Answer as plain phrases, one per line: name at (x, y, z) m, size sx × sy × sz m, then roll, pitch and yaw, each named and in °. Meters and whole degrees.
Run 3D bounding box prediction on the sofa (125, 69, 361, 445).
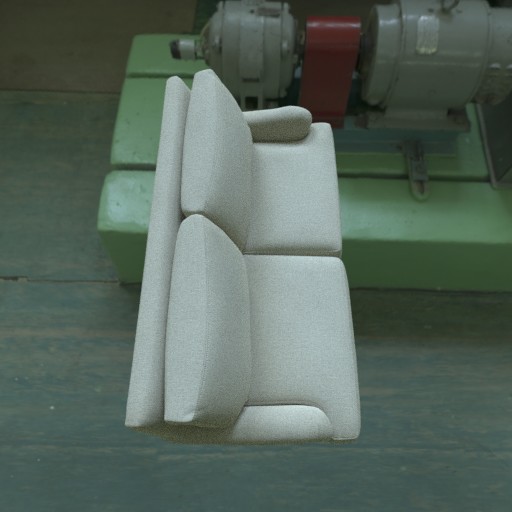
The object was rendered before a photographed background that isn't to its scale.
sofa at (0.000, 0.000, 2.623) m, size 1.091 × 0.997 × 2.070 m, roll 0°, pitch 65°, yaw 0°
